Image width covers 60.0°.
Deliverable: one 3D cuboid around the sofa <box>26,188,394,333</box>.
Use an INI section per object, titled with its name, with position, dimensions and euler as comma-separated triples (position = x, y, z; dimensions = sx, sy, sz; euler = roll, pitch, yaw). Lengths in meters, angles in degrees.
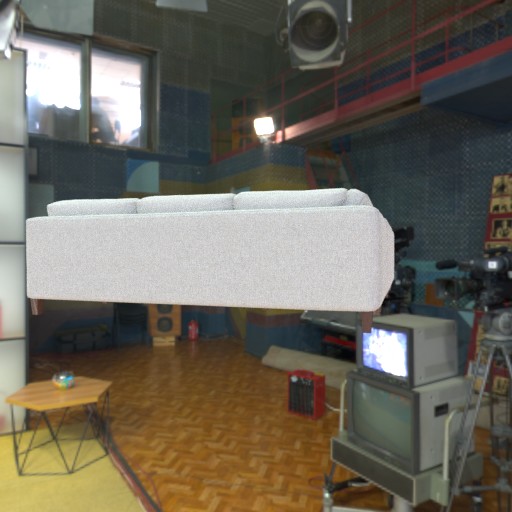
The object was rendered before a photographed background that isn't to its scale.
[sofa]
position = 0.000, 0.000, 4.364
dimensions = 2.551, 0.853, 3.238
euler = 0, 0, 19
